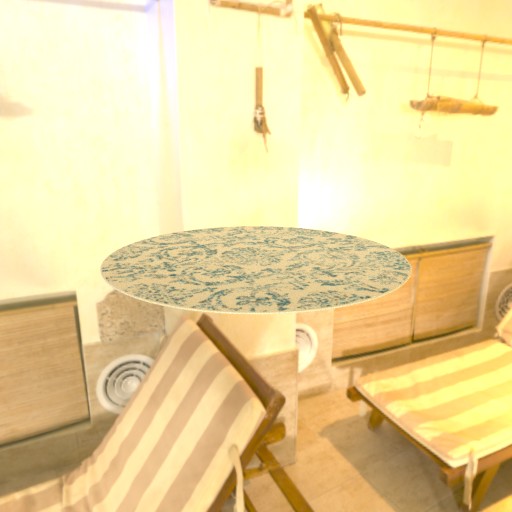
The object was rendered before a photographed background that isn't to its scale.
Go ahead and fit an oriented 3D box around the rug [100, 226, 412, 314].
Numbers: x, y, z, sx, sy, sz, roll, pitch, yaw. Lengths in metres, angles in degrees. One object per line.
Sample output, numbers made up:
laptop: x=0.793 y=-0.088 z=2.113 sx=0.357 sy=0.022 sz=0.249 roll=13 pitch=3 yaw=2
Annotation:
rug: x=0.000 y=0.000 z=2.391 sx=1.593 sy=0.012 sz=1.593 roll=0 pitch=15 yaw=0
